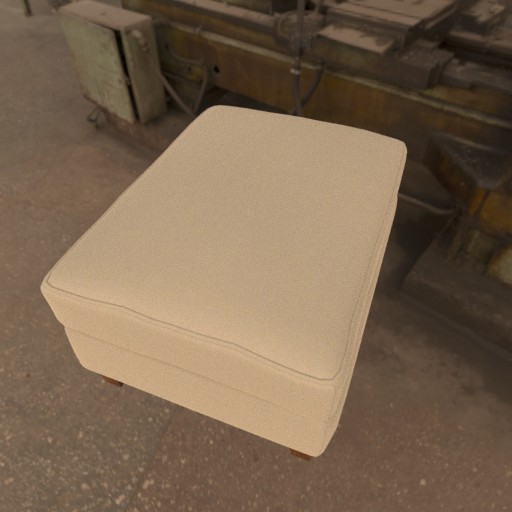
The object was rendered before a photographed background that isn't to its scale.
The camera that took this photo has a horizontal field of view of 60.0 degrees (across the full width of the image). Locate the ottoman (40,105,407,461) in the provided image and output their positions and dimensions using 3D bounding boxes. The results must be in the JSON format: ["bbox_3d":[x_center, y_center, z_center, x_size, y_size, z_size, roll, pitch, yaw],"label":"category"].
[{"bbox_3d":[0.000,0.000,1.180,0.634,0.485,0.818,16,48,15],"label":"ottoman"}]
